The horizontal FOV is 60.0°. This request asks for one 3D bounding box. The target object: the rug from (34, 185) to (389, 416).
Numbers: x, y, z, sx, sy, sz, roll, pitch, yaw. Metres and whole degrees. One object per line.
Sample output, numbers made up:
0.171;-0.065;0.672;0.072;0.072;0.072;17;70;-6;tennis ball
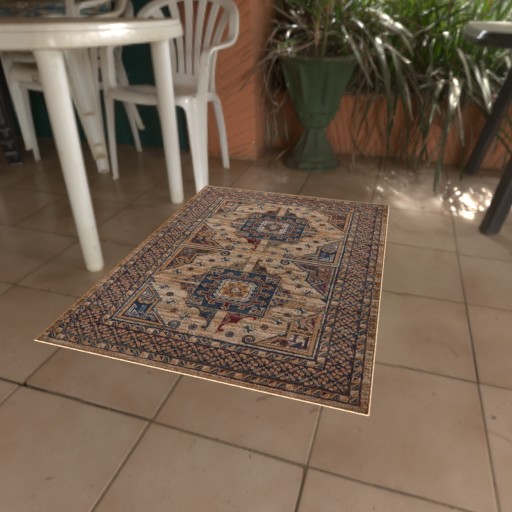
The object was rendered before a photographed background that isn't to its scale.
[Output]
0.000;0.000;2.903;1.611;0.008;2.227;8;31;14;rug
